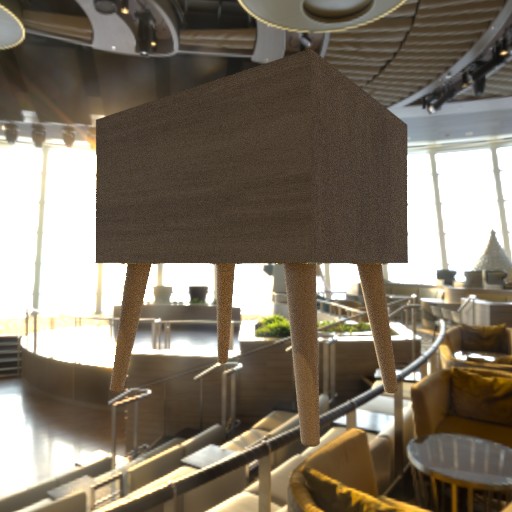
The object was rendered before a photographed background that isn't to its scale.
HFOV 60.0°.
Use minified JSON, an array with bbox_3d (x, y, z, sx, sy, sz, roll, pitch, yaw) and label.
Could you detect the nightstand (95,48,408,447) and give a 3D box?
[{"bbox_3d":[0.000,0.000,0.828,0.450,0.500,0.380,-1,-1,37],"label":"nightstand"}]
